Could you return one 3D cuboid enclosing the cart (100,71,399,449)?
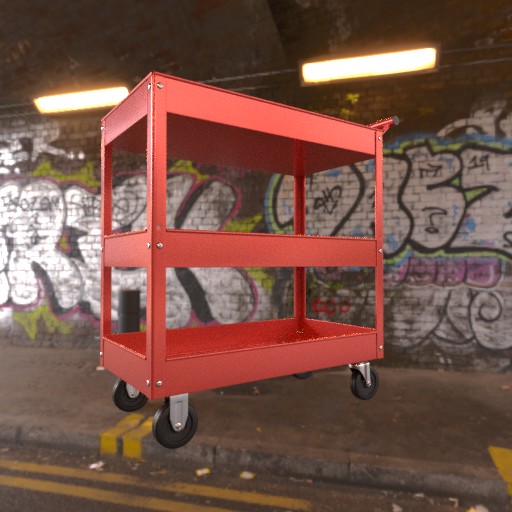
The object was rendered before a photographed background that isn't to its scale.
[{"bbox_3d":[0.000,0.000,1.177,0.719,0.780,0.366,1,-1,-34],"label":"cart"}]
